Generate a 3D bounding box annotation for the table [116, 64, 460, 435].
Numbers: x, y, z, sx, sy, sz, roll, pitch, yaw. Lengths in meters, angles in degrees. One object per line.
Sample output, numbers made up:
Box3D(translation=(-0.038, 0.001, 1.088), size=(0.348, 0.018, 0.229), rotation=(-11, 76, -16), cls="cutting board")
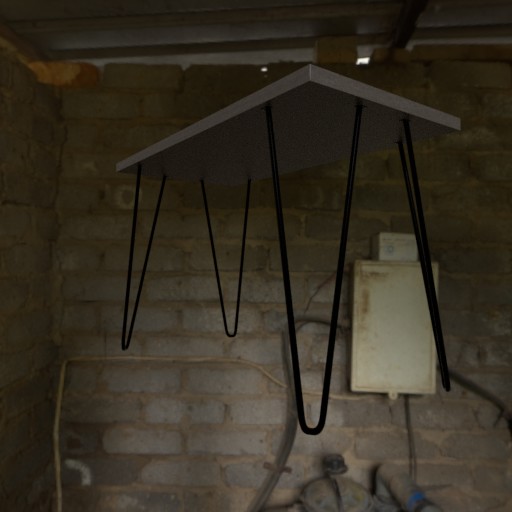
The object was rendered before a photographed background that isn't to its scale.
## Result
Box3D(translation=(0.000, 0.000, 1.319), size=(0.499, 0.660, 0.991), rotation=(1, -1, -37), cls="table")
